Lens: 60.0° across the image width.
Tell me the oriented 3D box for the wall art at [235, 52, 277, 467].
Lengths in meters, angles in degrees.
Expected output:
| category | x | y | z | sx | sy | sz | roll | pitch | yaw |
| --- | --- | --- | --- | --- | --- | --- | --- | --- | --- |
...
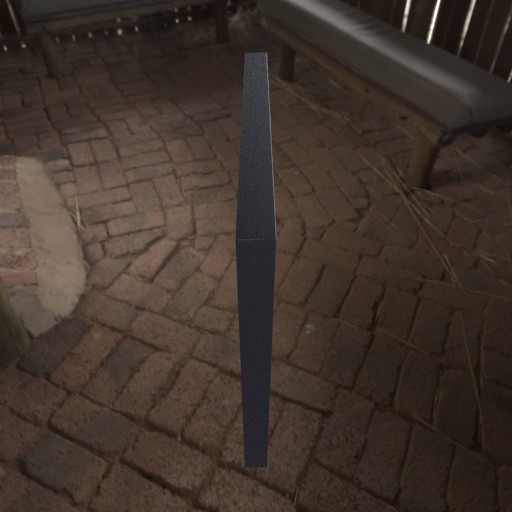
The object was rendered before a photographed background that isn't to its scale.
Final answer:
| category | x | y | z | sx | sy | sz | roll | pitch | yaw |
| --- | --- | --- | --- | --- | --- | --- | --- | --- | --- |
| wall art | 0.000 | 0.000 | 0.765 | 0.038 | 0.507 | 0.507 | 0 | 43 | 0 |
